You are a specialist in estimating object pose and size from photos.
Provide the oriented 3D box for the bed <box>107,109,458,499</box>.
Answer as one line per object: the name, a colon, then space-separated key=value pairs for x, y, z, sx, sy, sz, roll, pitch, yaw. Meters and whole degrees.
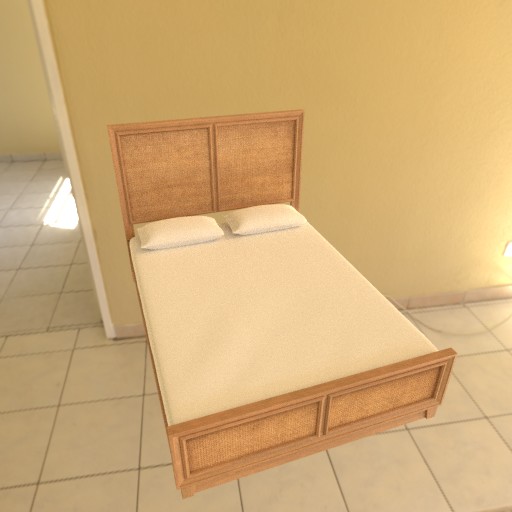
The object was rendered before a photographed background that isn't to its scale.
bed: x=0.000 y=0.000 z=3.028 sx=1.606 sy=1.387 sz=2.184 roll=-10 pitch=32 yaw=-17
